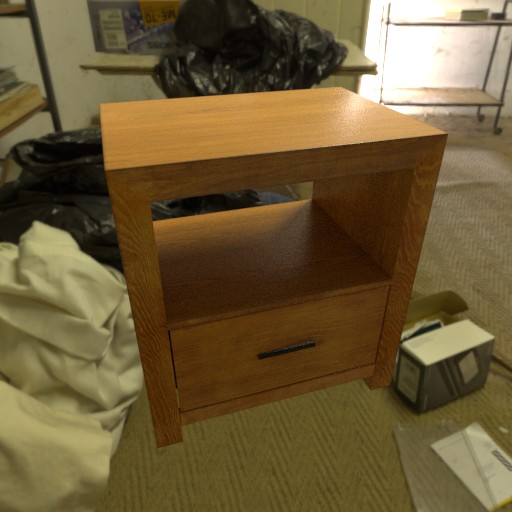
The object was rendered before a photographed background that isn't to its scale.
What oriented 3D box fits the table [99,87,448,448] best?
[{"bbox_3d":[0.000,0.000,0.981,0.550,0.605,0.400,-10,33,-15],"label":"table"}]
